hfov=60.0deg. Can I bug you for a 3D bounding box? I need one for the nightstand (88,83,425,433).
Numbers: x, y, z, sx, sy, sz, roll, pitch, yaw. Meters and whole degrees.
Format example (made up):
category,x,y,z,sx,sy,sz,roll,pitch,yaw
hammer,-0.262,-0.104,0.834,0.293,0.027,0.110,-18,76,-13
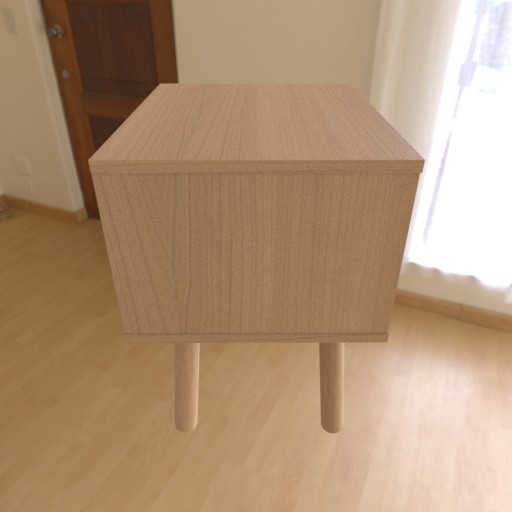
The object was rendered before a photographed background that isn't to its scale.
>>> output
category,x,y,z,sx,sy,sz,roll,pitch,yaw
nightstand,0.000,0.000,0.830,0.380,0.530,0.450,0,32,0
